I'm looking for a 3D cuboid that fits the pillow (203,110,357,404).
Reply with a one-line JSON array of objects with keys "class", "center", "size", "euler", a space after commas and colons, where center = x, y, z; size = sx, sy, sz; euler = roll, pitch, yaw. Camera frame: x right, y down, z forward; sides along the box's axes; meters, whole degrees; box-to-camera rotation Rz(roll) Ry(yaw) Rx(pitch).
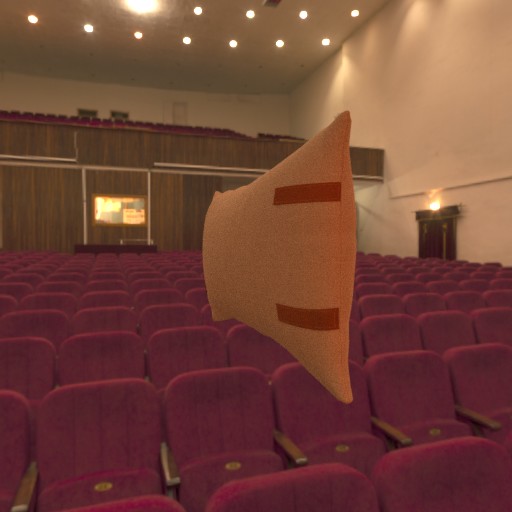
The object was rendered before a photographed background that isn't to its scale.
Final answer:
[{"class": "pillow", "center": [0.000, 0.000, 0.748], "size": [0.148, 0.308, 0.612], "euler": [0, 0, -18]}]
